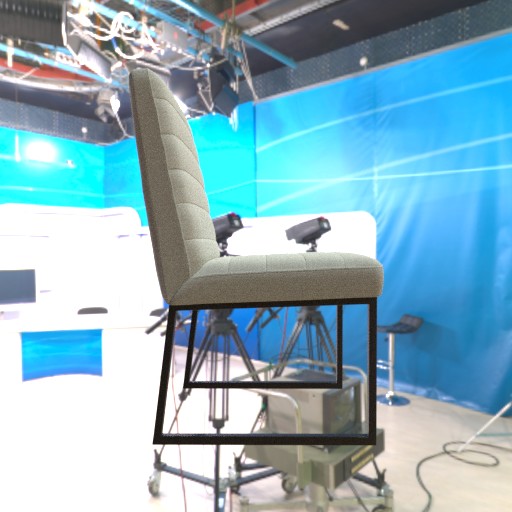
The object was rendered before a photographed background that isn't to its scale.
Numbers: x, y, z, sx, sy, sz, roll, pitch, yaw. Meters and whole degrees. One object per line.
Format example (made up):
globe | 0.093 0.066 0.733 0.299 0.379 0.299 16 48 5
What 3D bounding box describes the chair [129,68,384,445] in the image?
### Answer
chair | 0.000 0.000 1.320 0.634 0.930 0.520 0 1 0
